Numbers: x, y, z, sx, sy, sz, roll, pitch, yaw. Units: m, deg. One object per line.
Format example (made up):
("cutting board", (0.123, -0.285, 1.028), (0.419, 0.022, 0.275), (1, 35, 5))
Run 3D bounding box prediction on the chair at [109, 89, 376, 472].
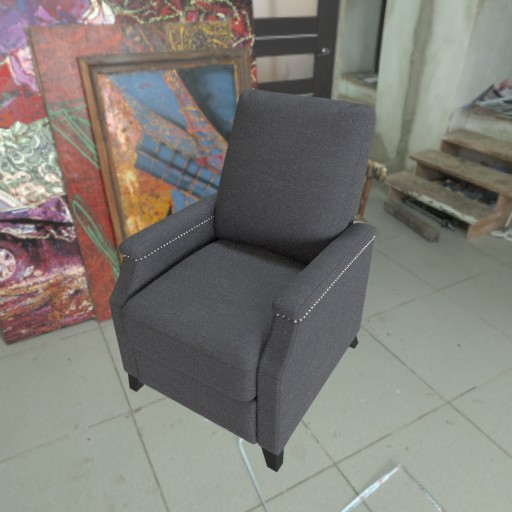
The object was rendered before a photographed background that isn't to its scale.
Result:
("chair", (0.000, 0.000, 1.667), (0.710, 1.049, 0.922), (18, 35, 27))
